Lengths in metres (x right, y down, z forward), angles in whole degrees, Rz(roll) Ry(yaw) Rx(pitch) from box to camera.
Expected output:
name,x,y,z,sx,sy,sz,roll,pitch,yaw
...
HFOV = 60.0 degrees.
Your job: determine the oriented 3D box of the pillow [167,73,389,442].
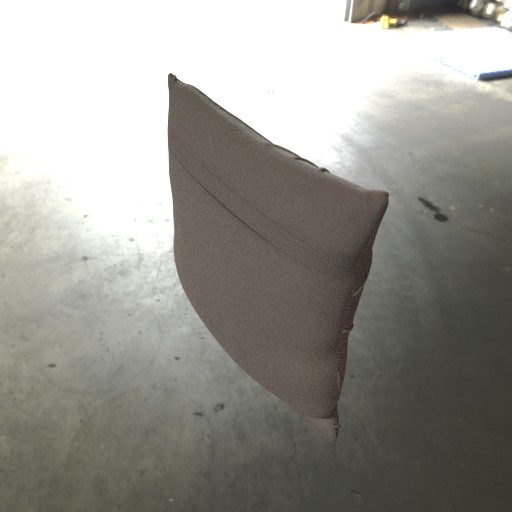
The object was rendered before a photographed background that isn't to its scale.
name,x,y,z,sx,sy,sz,roll,pitch,yaw
pillow,0.000,0.000,0.672,0.185,0.440,0.439,-25,47,-26
